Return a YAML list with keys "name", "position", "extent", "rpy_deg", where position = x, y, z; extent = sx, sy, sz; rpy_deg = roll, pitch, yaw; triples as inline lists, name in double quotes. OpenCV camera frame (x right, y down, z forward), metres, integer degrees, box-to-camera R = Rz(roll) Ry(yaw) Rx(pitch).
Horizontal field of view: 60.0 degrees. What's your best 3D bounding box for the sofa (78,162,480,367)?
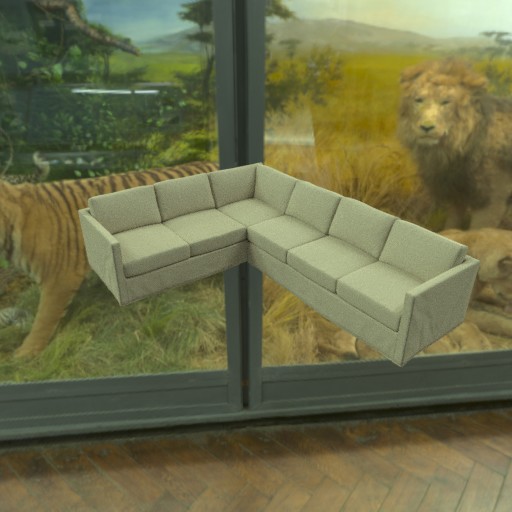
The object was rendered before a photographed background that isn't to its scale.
- name: "sofa"
  position: [0.000, 0.000, 4.370]
  extent: [2.432, 0.871, 3.182]
  rpy_deg: [-19, 34, -31]
